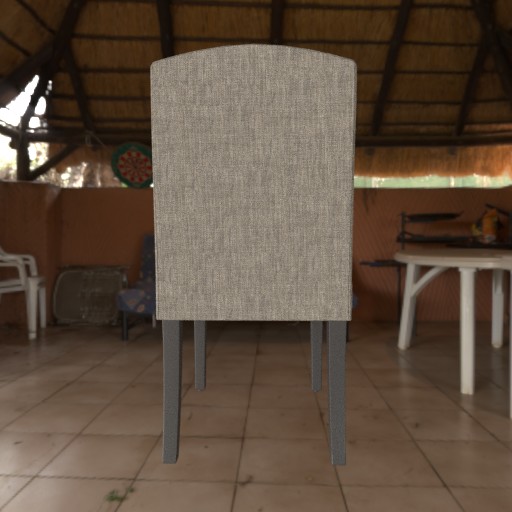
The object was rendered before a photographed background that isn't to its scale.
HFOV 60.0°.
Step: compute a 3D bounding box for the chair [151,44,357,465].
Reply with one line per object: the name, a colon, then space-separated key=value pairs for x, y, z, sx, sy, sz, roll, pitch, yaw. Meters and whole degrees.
chair: x=0.000 y=0.000 z=1.233 sx=0.451 sy=0.917 sz=0.580 roll=0 pitch=2 yaw=1
